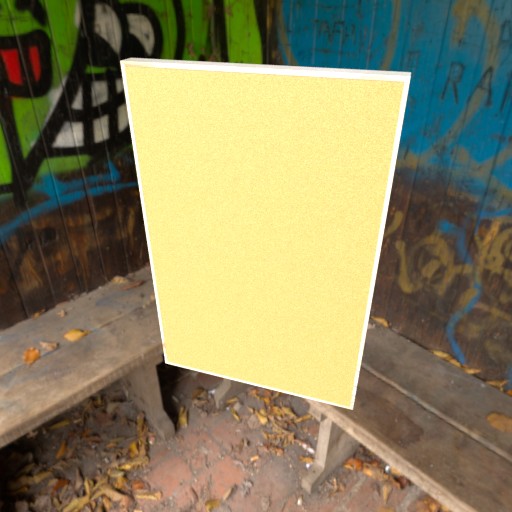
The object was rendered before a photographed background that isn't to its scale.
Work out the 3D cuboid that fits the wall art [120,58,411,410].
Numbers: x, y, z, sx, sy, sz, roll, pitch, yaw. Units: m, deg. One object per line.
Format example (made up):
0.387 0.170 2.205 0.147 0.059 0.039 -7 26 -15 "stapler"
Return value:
0.000 0.000 0.959 0.508 0.764 0.038 10 33 15 "wall art"
